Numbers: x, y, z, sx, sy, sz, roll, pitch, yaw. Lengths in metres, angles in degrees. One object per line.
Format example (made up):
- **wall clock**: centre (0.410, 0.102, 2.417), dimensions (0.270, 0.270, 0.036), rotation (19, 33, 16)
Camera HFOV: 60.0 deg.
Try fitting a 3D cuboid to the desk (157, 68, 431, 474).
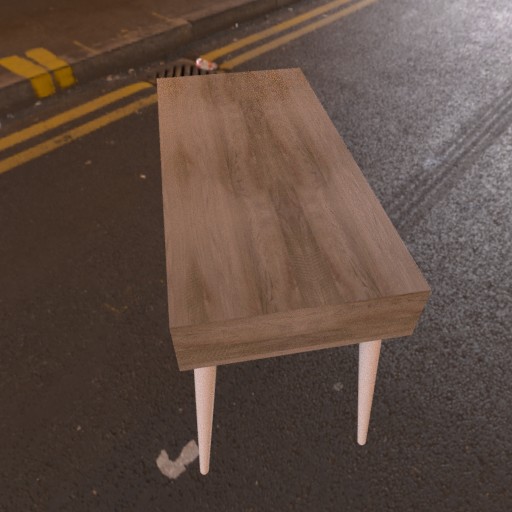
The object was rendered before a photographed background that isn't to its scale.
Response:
- **desk**: centre (0.000, 0.000, 1.367), dimensions (0.491, 0.723, 0.979), rotation (-7, 46, -7)
